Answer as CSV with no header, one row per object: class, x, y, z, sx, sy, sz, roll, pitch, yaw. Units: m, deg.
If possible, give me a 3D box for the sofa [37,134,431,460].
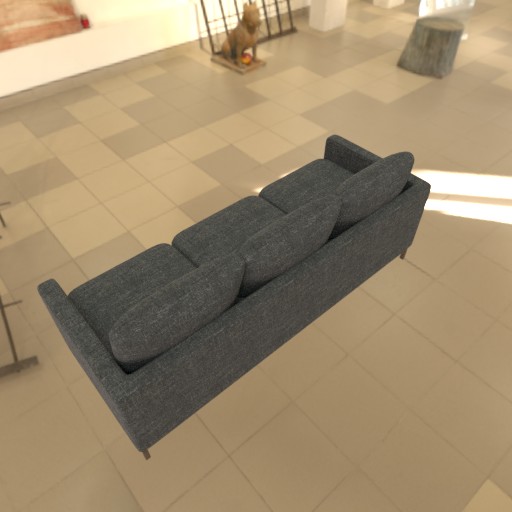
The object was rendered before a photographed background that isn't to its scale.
sofa,0.000,0.000,2.653,2.218,0.874,0.859,-32,54,-27
